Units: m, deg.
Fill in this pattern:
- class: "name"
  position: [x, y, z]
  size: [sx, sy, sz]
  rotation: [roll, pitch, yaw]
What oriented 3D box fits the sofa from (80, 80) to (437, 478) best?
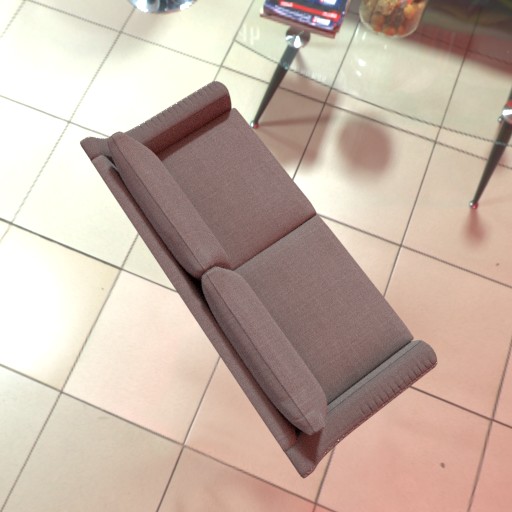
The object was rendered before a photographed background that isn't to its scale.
- class: "sofa"
  position: [0.000, 0.000, 2.700]
  size: [1.000, 0.857, 2.208]
  rotation: [-34, 78, -9]
